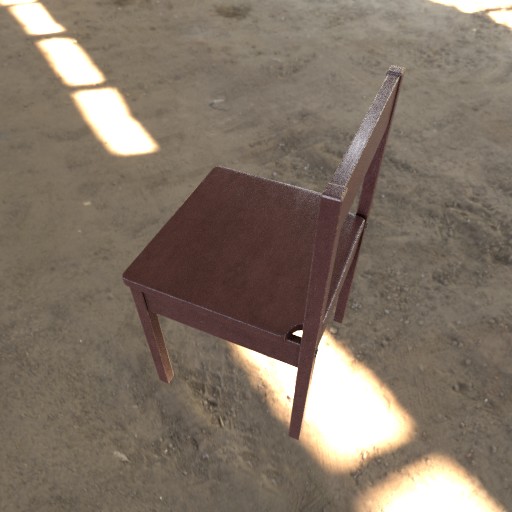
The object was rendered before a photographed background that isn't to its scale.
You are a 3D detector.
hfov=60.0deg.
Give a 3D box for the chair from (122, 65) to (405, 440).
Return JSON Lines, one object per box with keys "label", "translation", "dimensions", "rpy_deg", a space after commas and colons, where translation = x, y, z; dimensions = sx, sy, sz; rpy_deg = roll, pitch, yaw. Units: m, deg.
{"label": "chair", "translation": [0.000, 0.000, 0.874], "dimensions": [0.361, 0.668, 0.367], "rpy_deg": [18, 49, 16]}
